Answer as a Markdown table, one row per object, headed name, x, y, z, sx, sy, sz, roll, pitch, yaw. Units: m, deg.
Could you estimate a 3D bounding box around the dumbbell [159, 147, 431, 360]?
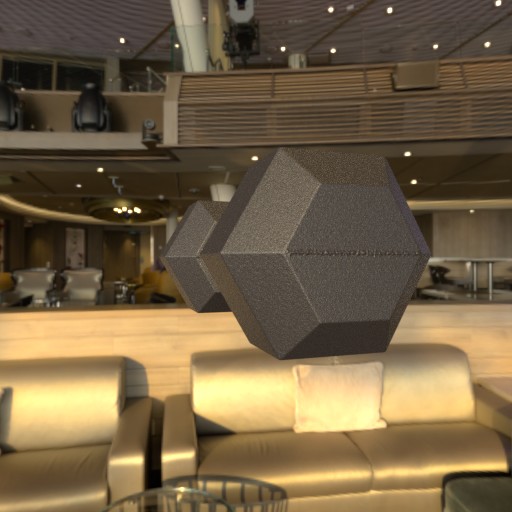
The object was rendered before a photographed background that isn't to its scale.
| name | x | y | z | sx | sy | sz | roll | pitch | yaw |
| --- | --- | --- | --- | --- | --- | --- | --- | --- | --- |
| dumbbell | 0.000 | 0.000 | 0.371 | 0.129 | 0.113 | 0.315 | 0 | -1 | -19 |
